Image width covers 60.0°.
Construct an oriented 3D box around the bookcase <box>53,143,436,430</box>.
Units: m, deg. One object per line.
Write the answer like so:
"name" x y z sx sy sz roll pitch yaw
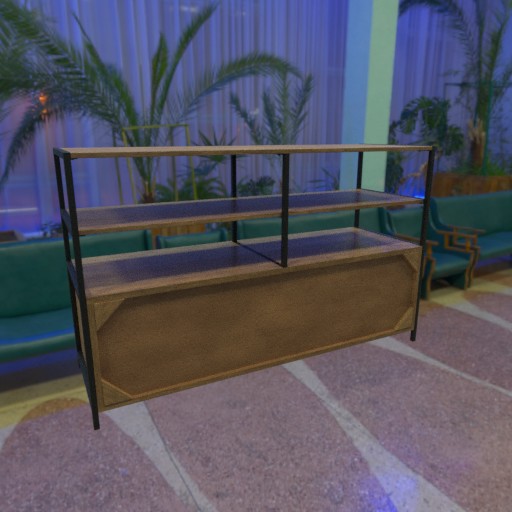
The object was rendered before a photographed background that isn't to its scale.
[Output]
"bookcase" 0.000 0.000 1.485 1.149 0.712 0.391 -8 17 -26
